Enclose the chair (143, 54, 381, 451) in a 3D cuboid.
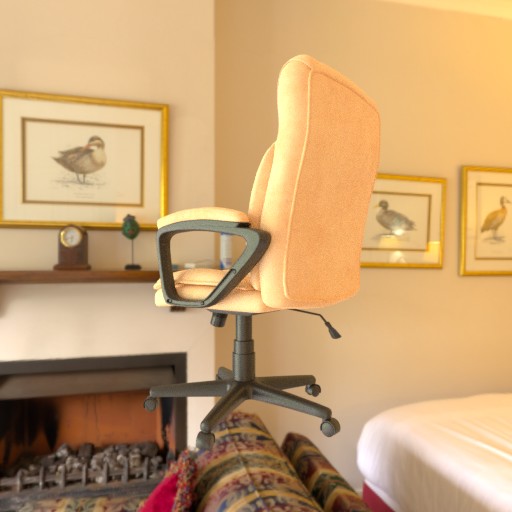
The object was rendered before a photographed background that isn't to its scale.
[{"bbox_3d":[0.000,0.000,1.537,0.724,1.105,0.667,0,0,37],"label":"chair"}]
